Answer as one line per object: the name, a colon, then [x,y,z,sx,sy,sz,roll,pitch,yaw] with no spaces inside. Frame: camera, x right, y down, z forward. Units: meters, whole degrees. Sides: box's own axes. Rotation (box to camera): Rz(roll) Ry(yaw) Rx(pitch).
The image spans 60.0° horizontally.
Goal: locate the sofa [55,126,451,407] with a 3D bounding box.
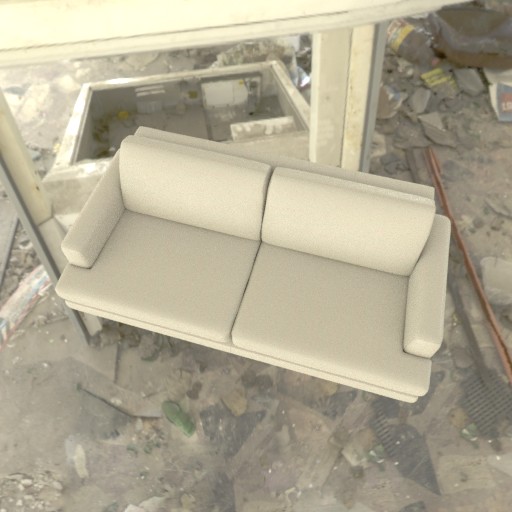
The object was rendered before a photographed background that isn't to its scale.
sofa: [0.000,0.000,2.394,1.940,0.765,0.974,14,60,8]
